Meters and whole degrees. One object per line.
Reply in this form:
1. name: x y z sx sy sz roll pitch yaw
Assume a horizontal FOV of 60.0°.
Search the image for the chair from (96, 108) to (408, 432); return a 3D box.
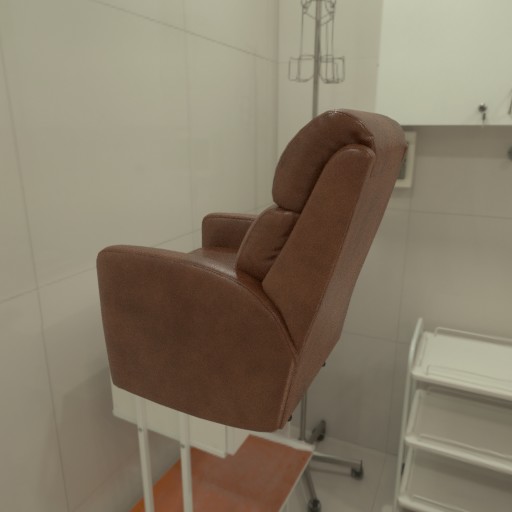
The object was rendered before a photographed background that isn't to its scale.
1. chair: 0.000 0.000 1.656 0.939 1.016 0.787 7 18 24
